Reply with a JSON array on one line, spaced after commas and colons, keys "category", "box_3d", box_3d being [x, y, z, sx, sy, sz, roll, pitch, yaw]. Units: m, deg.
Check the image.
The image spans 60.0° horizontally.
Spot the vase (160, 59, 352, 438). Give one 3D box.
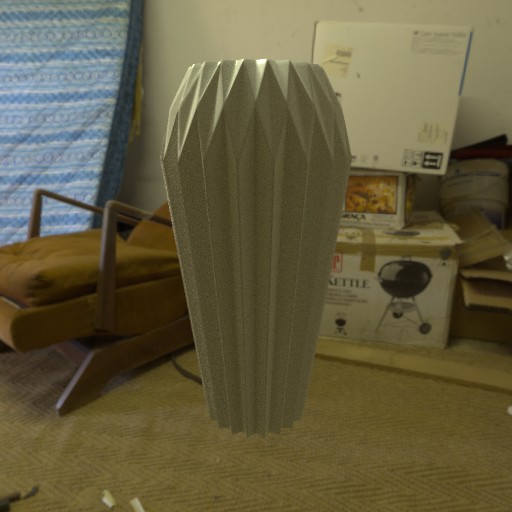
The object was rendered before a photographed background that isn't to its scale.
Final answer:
[{"category": "vase", "box_3d": [0.000, 0.000, 0.334, 0.133, 0.263, 0.133, 0, 17, 0]}]
